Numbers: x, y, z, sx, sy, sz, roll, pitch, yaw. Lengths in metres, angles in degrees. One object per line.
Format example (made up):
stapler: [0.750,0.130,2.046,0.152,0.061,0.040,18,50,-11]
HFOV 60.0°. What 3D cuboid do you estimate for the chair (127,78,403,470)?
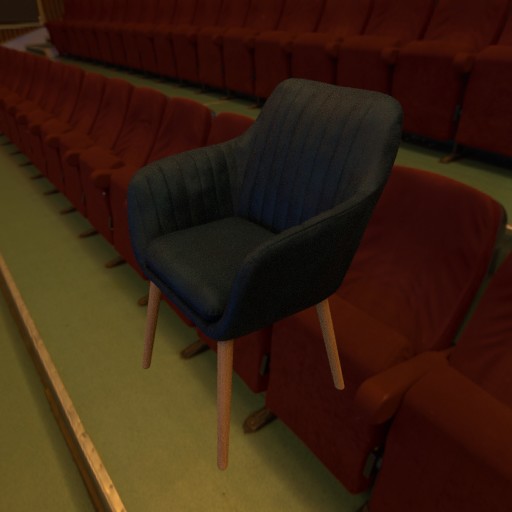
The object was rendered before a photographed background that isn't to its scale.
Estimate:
chair: [0.000,0.000,1.203,0.573,0.826,0.578,-21,36,-32]
